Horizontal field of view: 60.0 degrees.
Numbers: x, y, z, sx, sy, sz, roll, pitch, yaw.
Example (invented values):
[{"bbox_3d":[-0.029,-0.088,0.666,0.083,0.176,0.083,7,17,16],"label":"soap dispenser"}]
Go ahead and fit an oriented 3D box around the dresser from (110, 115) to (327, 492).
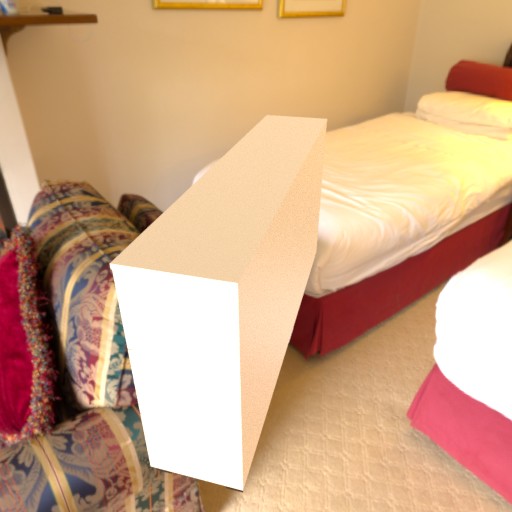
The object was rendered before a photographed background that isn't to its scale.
[{"bbox_3d":[0.000,0.000,1.850,0.333,0.790,1.535,8,32,13],"label":"dresser"}]
